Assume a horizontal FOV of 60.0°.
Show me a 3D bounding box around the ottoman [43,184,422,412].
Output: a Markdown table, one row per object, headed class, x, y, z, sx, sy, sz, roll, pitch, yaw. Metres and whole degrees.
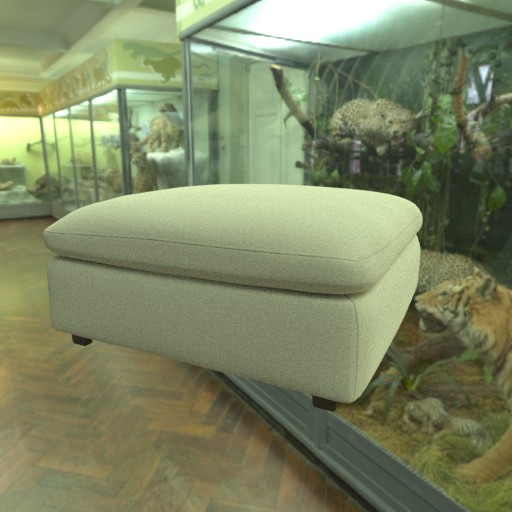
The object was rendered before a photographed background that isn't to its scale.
| class | x | y | z | sx | sy | sz | roll | pitch | yaw |
| --- | --- | --- | --- | --- | --- | --- | --- | --- | --- |
| ottoman | 0.000 | 0.000 | 1.527 | 0.996 | 0.467 | 0.977 | 7 | 15 | 26 |
